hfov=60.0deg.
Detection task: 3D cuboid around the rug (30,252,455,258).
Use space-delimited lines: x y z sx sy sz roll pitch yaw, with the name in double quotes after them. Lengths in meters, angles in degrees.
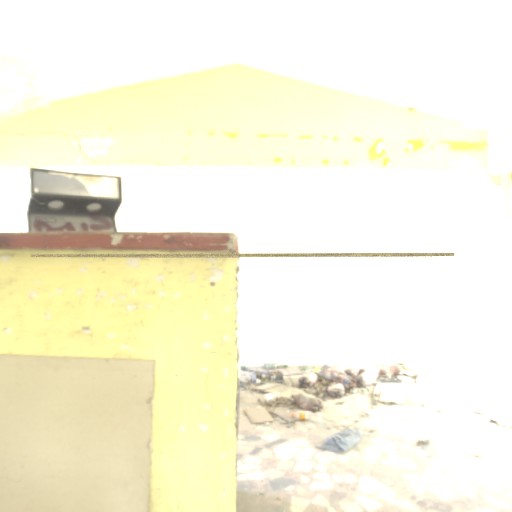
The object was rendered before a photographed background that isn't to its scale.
0.000 0.000 2.954 2.297 0.018 1.532 0 0 19 "rug"
